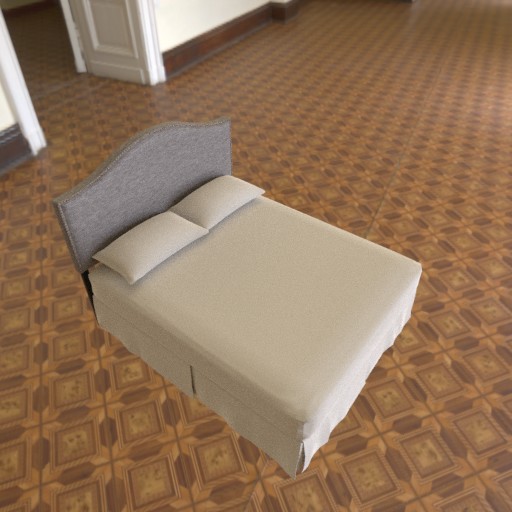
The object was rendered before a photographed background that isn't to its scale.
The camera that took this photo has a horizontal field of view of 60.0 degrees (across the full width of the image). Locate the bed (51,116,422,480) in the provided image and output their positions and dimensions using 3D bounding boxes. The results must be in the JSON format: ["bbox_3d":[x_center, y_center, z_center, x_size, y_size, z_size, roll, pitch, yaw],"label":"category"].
[{"bbox_3d":[0.000,0.000,2.971,1.870,1.295,1.610,27,47,28],"label":"bed"}]
